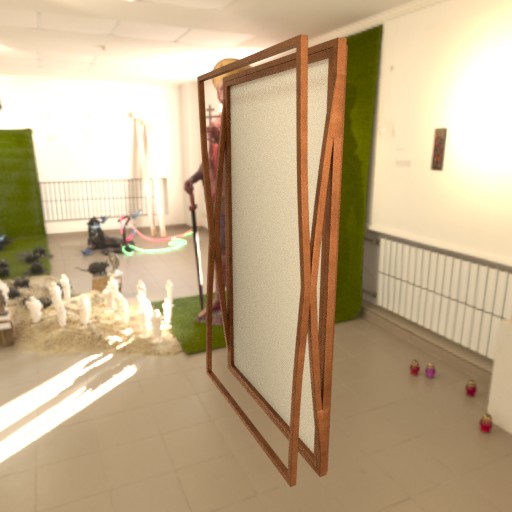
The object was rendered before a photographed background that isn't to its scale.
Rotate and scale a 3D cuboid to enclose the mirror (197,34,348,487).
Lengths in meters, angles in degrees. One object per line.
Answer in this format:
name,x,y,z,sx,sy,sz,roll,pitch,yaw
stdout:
mirror,0.000,0.000,0.943,0.082,0.768,0.468,-7,16,-25
